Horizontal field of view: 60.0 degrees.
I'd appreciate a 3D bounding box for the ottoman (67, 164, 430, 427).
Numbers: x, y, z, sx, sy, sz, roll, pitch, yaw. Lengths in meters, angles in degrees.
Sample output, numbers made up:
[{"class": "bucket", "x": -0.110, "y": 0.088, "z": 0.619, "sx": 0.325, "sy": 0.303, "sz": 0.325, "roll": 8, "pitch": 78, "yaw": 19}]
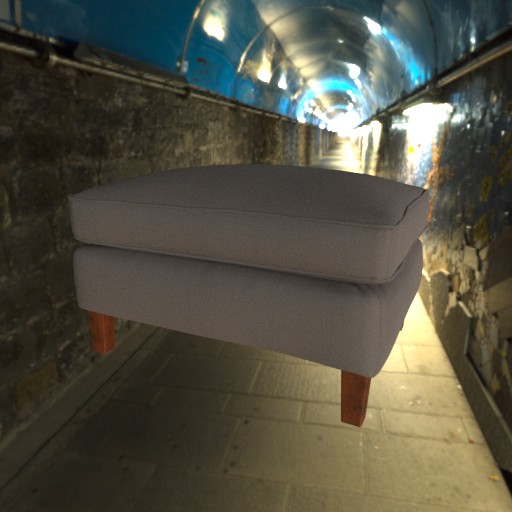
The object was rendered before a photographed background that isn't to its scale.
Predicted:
[{"class": "ottoman", "x": 0.000, "y": 0.000, "z": 1.008, "sx": 0.686, "sy": 0.406, "sz": 0.508, "roll": 8, "pitch": 17, "yaw": 25}]
